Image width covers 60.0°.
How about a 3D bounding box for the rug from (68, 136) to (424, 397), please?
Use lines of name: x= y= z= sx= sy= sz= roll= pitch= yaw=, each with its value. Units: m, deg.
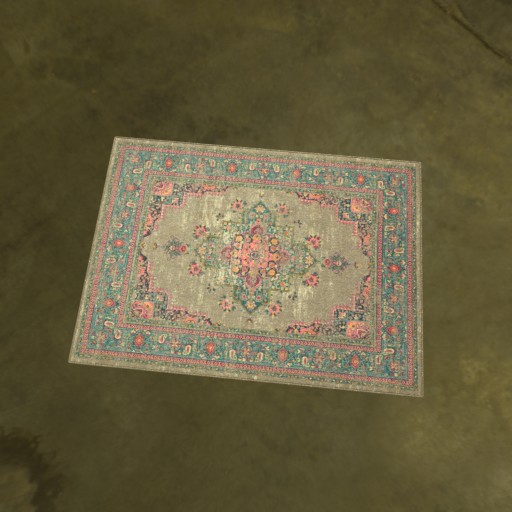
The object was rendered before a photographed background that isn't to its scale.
rug: x=0.000 y=0.000 z=2.965 sx=2.214 sy=0.013 sz=1.609 roll=5 pitch=74 yaw=2
